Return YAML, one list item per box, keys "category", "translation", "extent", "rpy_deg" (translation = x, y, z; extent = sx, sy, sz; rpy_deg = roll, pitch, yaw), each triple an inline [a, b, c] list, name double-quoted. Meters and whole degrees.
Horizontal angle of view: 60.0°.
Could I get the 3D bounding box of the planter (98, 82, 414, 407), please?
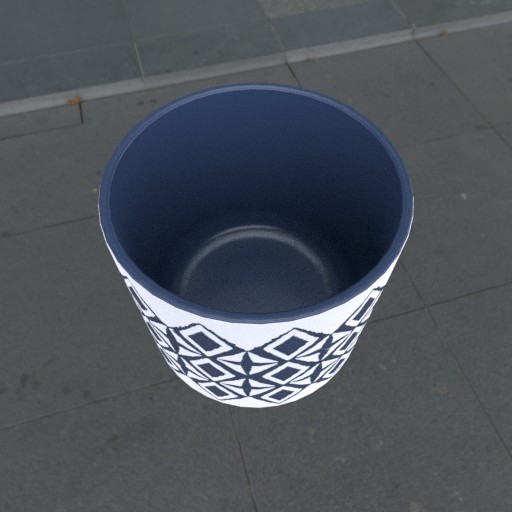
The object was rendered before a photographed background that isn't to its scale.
- category: "planter"
  translation: [0.000, 0.000, 0.402]
  extent: [0.224, 0.203, 0.224]
  rpy_deg: [0, 58, 0]
